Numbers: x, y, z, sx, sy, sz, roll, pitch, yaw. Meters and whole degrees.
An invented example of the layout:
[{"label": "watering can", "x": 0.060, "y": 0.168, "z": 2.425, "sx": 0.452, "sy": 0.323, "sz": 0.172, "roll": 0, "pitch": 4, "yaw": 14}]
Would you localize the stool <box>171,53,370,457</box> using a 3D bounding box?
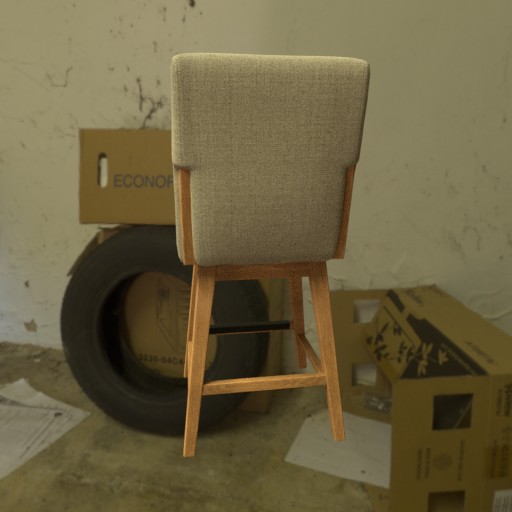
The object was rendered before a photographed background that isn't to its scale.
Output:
[{"label": "stool", "x": 0.000, "y": 0.000, "z": 1.300, "sx": 0.459, "sy": 1.010, "sz": 0.526, "roll": -2, "pitch": 15, "yaw": -9}]
